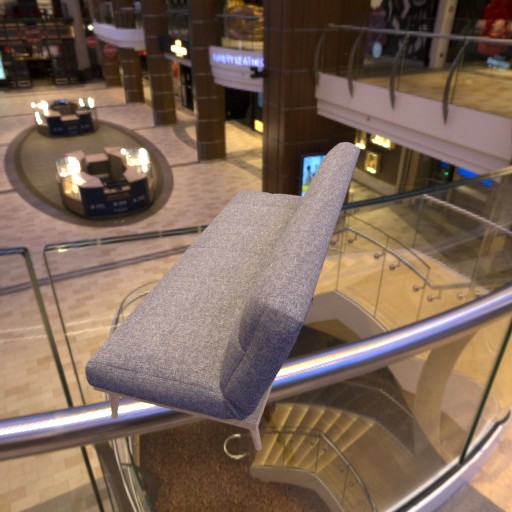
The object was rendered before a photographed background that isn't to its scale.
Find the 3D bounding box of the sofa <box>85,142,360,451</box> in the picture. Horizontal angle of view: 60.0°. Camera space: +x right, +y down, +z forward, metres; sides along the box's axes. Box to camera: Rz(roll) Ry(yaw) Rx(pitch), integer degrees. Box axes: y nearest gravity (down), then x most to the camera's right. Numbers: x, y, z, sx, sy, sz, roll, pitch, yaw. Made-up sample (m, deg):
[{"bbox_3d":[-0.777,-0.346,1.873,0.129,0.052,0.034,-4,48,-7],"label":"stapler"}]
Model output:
[{"bbox_3d":[0.000,0.000,2.275,0.820,0.770,1.820,9,31,14],"label":"sofa"}]
